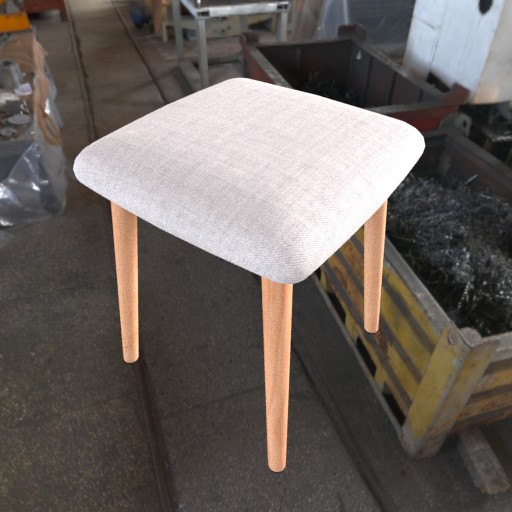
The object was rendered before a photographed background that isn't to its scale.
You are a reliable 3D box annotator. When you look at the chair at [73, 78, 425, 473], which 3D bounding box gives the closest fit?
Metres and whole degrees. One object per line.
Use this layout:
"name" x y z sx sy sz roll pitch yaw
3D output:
"chair" 0.000 0.000 0.686 0.350 0.440 0.350 26 48 26
